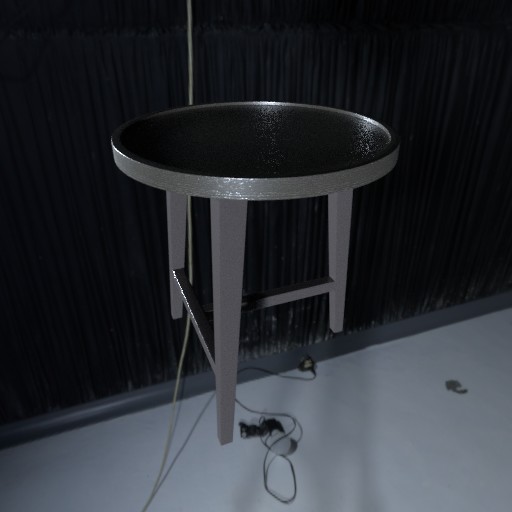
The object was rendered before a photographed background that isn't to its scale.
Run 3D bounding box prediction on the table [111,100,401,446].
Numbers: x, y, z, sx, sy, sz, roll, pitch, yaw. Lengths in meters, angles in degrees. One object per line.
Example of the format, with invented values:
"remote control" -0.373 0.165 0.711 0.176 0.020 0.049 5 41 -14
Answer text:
"table" 0.000 0.000 0.930 0.500 0.531 0.500 0 30 0
